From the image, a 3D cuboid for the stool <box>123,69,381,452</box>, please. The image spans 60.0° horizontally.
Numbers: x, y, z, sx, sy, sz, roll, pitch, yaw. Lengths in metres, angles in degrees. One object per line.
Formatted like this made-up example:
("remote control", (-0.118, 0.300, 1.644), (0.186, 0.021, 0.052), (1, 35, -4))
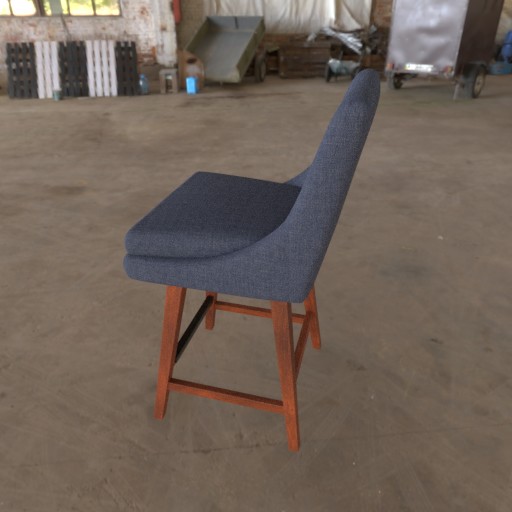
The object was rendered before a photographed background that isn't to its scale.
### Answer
("stool", (0.000, 0.000, 1.172), (0.524, 0.895, 0.467), (8, 31, 13))
